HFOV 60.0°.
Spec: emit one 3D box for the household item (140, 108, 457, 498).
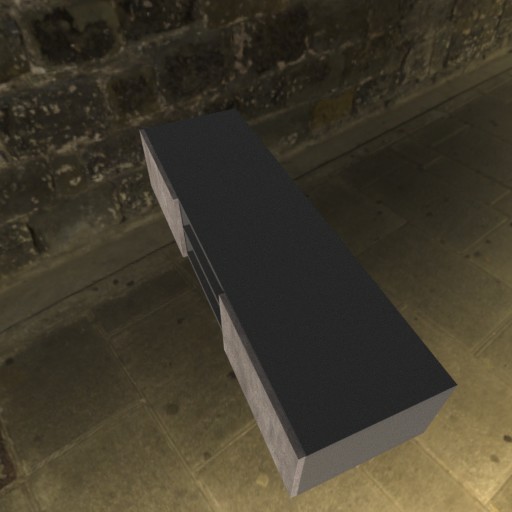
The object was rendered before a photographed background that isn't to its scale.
[{"bbox_3d":[0.000,0.000,1.532,0.420,0.310,1.400,-18,50,-16],"label":"household item"}]
